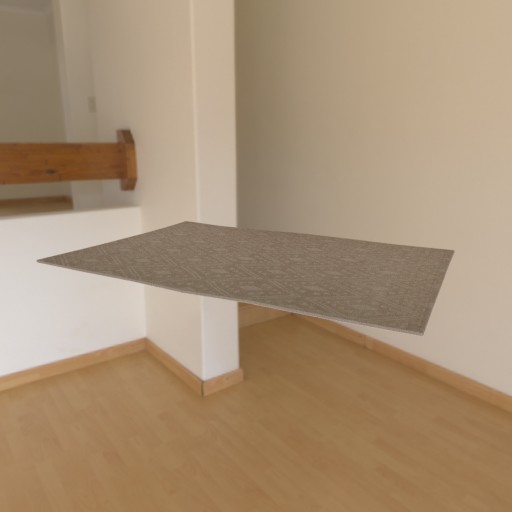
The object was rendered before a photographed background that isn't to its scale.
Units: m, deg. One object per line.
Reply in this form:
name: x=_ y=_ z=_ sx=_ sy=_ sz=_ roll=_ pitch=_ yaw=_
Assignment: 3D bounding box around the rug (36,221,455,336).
rug: x=0.000 y=0.000 z=2.326 sx=1.829 sy=0.034 sz=1.252 roll=7 pitch=16 yaw=27
